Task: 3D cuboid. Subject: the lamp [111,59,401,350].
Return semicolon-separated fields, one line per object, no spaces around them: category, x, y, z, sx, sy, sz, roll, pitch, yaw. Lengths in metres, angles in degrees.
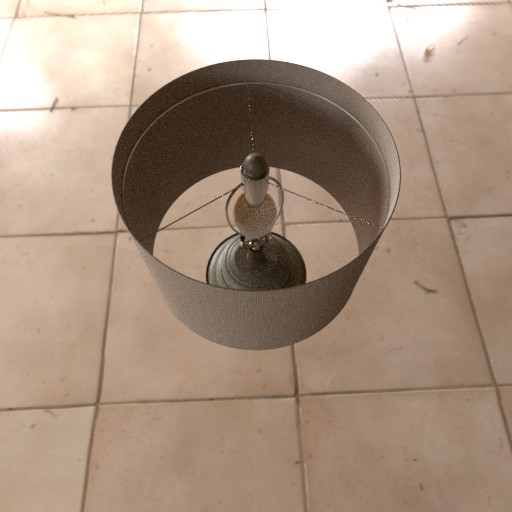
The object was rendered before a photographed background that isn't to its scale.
lamp;0.000;0.000;0.705;0.318;0.486;0.318;0;63;0
